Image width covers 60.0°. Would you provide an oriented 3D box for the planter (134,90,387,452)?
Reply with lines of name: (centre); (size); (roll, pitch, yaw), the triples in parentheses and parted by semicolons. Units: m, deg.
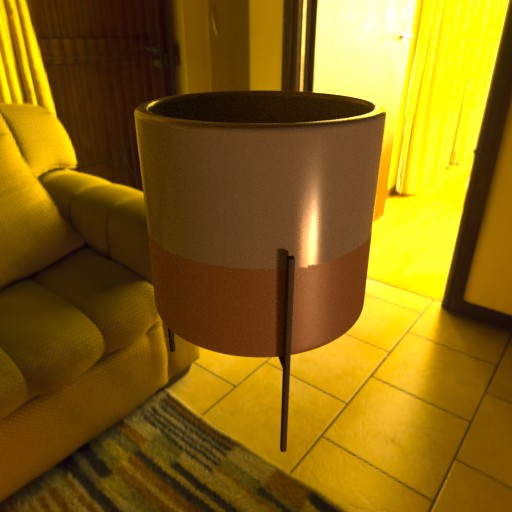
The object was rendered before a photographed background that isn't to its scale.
planter: (0.000, 0.000, 0.729); (0.360, 0.480, 0.348); (8, 28, 17)
